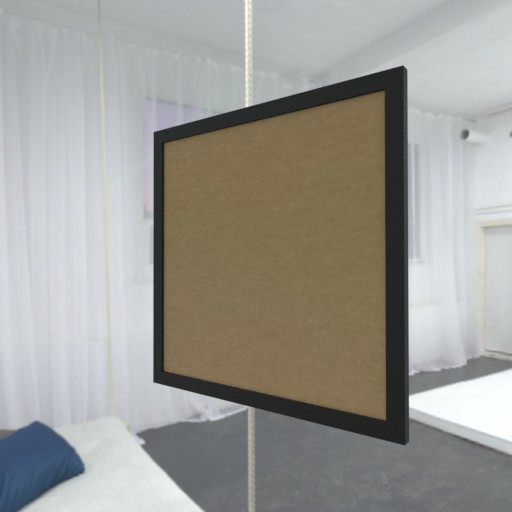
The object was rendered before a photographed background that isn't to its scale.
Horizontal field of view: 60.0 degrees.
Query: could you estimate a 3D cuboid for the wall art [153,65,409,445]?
[{"bbox_3d":[0.000,0.000,0.528,0.358,0.357,0.012,0,-1,37],"label":"wall art"}]
